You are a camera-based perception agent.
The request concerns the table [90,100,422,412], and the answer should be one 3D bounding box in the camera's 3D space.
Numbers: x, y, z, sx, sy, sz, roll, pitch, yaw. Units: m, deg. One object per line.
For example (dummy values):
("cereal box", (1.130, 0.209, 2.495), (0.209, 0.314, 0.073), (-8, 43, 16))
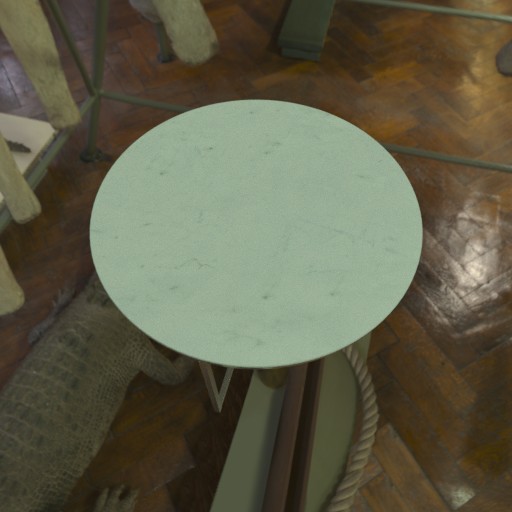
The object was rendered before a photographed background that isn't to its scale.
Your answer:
("table", (0.000, 0.000, 1.275), (0.800, 0.450, 0.800), (0, 58, 0))
